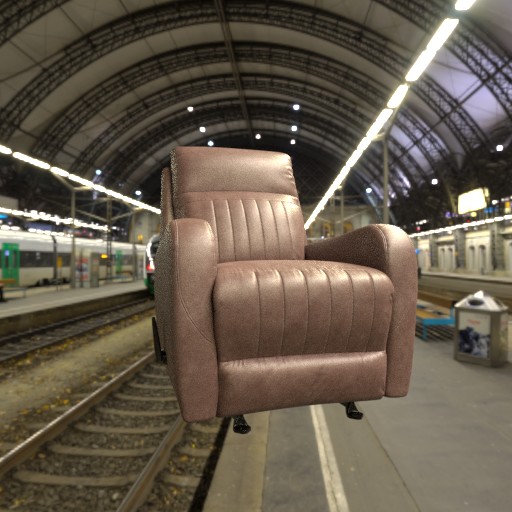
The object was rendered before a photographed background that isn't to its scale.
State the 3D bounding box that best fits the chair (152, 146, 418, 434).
[{"bbox_3d":[0.000,0.000,1.806,0.865,1.067,1.067,0,-1,-18],"label":"chair"}]
